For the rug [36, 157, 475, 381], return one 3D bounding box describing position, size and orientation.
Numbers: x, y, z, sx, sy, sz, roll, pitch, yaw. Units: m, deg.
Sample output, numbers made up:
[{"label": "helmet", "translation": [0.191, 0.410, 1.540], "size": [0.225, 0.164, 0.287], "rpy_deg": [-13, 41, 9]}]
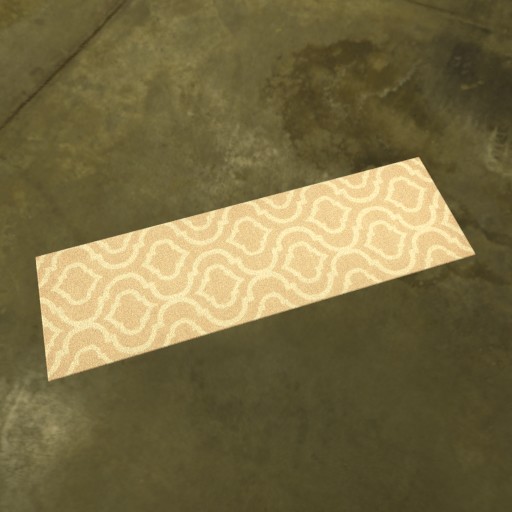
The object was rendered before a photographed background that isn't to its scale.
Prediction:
[{"label": "rug", "translation": [0.000, 0.000, 2.410], "size": [2.289, 0.013, 0.691], "rpy_deg": [-16, 65, -7]}]
